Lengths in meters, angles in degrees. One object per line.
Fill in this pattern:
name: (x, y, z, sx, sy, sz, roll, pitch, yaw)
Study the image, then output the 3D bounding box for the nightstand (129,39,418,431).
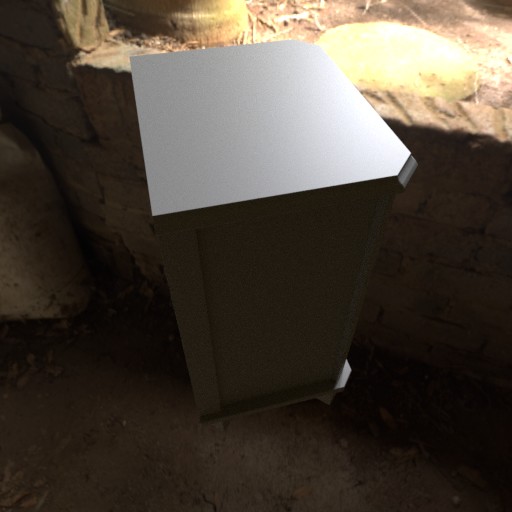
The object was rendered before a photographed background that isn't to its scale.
nightstand: (0.000, 0.000, 0.918, 0.350, 0.680, 0.450, -11, 49, -10)
